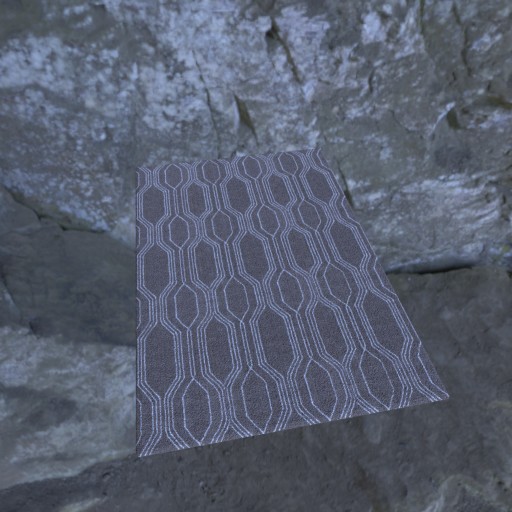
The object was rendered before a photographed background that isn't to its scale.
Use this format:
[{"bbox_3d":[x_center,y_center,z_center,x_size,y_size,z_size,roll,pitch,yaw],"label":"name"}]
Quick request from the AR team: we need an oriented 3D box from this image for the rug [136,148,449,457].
[{"bbox_3d":[0.000,0.000,2.320,1.239,0.012,1.836,-8,47,-7],"label":"rug"}]
